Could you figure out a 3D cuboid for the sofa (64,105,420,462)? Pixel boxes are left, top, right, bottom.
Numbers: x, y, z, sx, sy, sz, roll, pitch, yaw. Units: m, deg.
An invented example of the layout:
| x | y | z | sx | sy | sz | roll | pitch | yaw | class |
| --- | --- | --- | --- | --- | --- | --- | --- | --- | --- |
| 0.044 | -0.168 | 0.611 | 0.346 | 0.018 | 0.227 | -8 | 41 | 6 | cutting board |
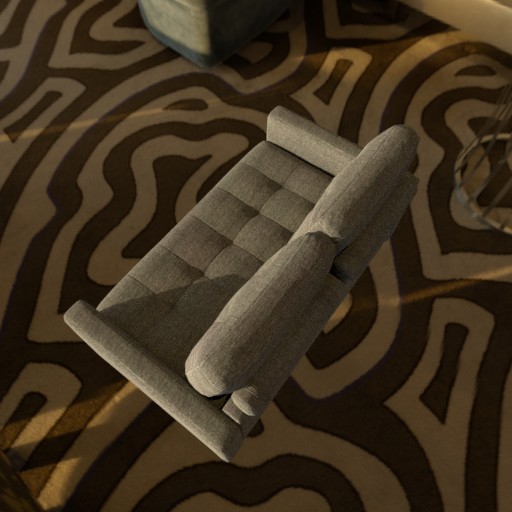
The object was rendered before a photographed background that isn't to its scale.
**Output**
| x | y | z | sx | sy | sz | roll | pitch | yaw | class |
| --- | --- | --- | --- | --- | --- | --- | --- | --- | --- |
| 0.000 | 0.000 | 1.909 | 0.842 | 0.907 | 1.407 | 33 | 66 | 17 | sofa |
